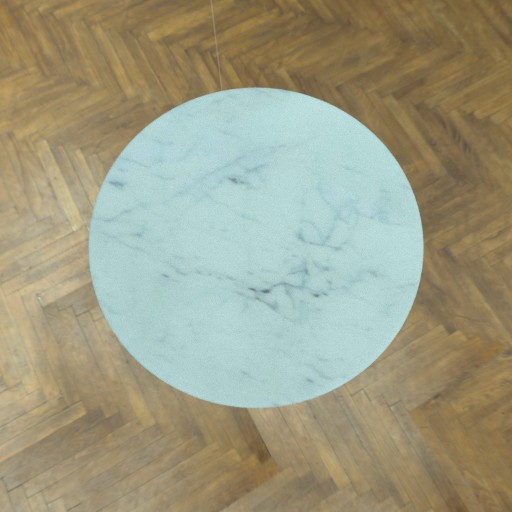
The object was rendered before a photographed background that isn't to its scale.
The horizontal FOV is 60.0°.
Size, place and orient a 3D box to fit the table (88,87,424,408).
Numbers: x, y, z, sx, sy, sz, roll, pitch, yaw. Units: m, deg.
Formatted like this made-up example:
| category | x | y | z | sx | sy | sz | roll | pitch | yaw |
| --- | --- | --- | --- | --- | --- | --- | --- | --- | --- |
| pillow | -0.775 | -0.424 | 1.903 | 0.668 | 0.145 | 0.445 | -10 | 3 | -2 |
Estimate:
| category | x | y | z | sx | sy | sz | roll | pitch | yaw |
| --- | --- | --- | --- | --- | --- | --- | --- | --- | --- |
| table | 0.000 | 0.000 | 1.275 | 0.800 | 0.450 | 0.800 | 0 | 75 | 0 |
